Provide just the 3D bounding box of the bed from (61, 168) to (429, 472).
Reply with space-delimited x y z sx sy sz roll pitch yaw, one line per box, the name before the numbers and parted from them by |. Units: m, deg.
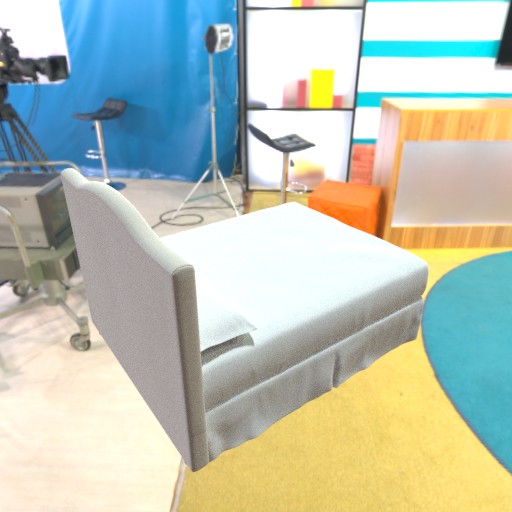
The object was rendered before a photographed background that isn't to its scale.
bed | 0.000 0.000 3.316 2.143 1.460 1.753 -19 33 -31
